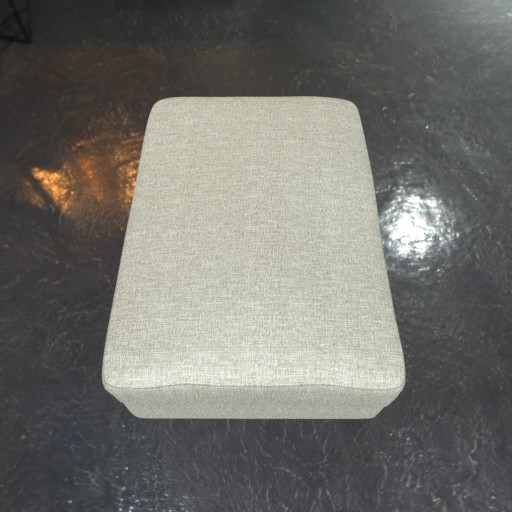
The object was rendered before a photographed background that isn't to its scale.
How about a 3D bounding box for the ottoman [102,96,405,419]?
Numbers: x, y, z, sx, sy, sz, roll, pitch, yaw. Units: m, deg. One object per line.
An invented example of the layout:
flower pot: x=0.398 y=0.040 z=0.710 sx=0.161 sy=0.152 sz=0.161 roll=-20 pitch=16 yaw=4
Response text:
ottoman: x=0.000 y=0.000 z=1.249 sx=0.639 sy=0.494 sz=0.873 roll=0 pitch=58 yaw=0
